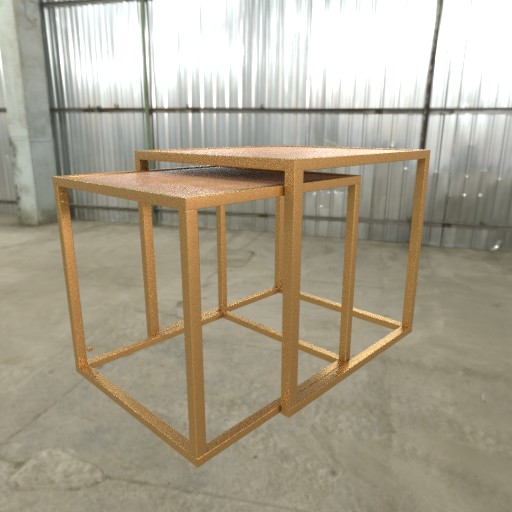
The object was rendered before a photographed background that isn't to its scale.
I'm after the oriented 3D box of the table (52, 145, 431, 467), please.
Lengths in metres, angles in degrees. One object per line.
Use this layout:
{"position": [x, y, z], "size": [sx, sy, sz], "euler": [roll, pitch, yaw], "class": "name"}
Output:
{"position": [0.000, 0.000, 1.096], "size": [0.505, 0.505, 0.762], "euler": [14, 21, 42], "class": "table"}
